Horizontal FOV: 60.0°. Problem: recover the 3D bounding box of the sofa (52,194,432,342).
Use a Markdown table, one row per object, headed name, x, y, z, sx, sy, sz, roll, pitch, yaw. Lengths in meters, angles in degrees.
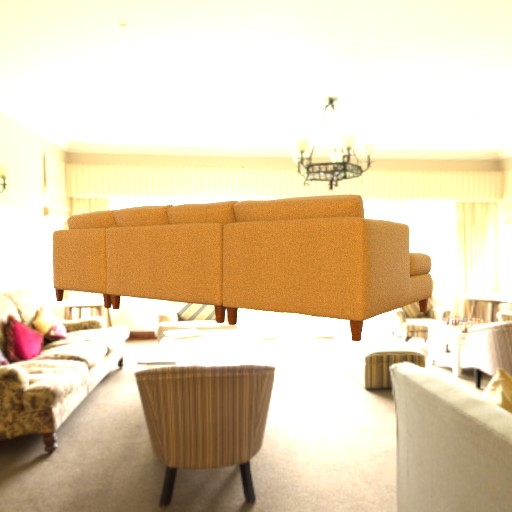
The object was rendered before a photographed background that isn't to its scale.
| name | x | y | z | sx | sy | sz | roll | pitch | yaw |
| --- | --- | --- | --- | --- | --- | --- | --- | --- | --- |
| sofa | 0.000 | 0.000 | 4.666 | 3.460 | 0.961 | 2.594 | 1 | 1 | 36 |
